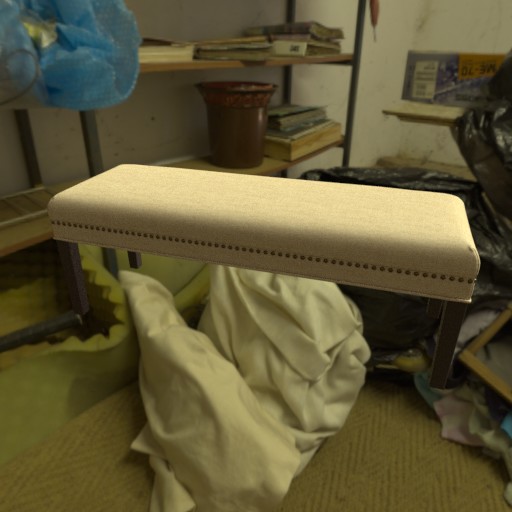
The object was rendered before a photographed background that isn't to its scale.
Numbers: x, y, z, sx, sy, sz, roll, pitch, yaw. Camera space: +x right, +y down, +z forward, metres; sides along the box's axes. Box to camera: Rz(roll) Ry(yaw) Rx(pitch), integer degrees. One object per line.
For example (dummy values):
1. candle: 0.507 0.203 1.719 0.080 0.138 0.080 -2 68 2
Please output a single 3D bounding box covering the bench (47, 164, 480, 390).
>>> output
1. bench: 0.000 0.000 1.433 1.219 0.457 0.410 8 28 16
